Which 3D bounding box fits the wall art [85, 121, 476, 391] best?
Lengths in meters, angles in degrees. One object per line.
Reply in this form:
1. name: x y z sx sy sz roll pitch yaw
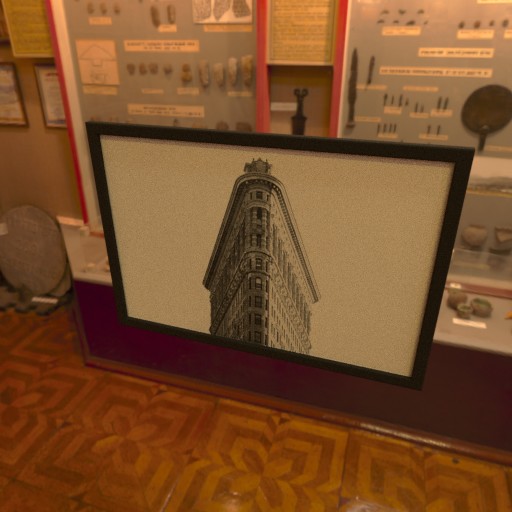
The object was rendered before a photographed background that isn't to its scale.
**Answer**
1. wall art: 0.000 0.000 1.204 0.958 0.656 0.026 9 28 17
